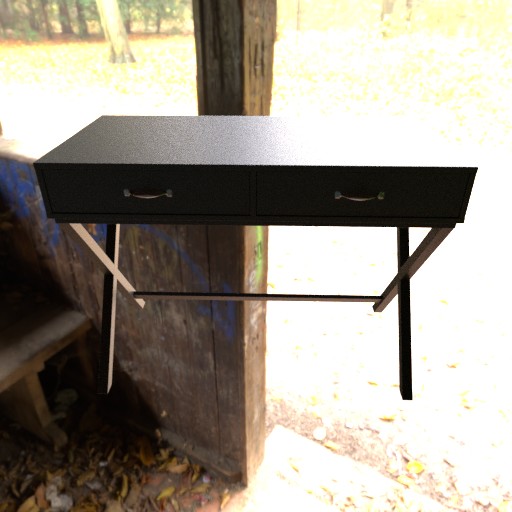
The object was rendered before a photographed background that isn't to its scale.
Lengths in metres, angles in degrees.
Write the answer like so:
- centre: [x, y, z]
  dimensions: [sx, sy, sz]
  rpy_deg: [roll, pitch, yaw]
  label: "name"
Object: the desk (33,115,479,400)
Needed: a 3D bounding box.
- centre: [0.000, 0.000, 1.454]
  dimensions: [1.057, 0.780, 0.525]
  rpy_deg: [1, 30, 1]
  label: "desk"
